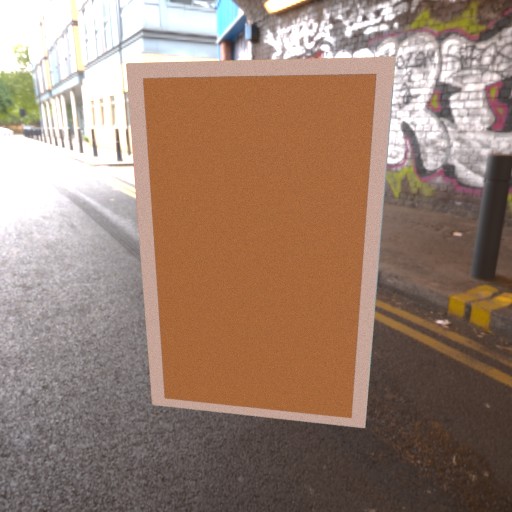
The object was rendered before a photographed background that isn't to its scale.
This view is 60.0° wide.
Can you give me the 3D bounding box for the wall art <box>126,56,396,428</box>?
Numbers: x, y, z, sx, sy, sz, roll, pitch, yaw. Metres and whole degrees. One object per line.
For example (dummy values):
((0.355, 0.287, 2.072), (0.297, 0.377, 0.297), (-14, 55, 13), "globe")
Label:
((0.000, 0.000, 0.751), (0.401, 0.610, 0.038), (3, 17, 9), "wall art")
